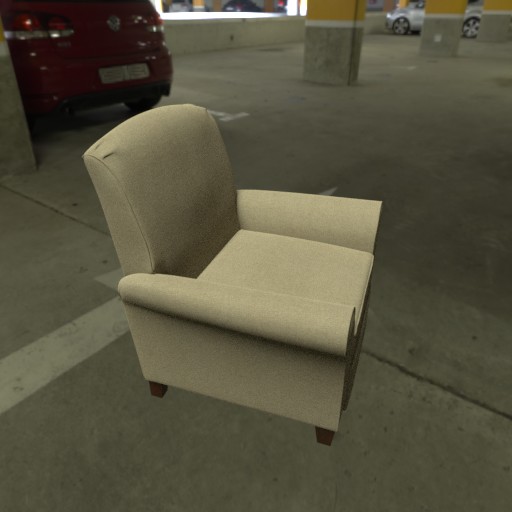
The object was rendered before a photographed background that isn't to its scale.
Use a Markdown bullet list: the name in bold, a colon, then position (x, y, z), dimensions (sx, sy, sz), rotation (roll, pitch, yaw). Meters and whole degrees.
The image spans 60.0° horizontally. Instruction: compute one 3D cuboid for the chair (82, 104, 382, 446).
- **chair**: position (0.000, 0.000, 1.756), dimensions (0.905, 1.061, 0.978), rotation (10, 31, 17)
